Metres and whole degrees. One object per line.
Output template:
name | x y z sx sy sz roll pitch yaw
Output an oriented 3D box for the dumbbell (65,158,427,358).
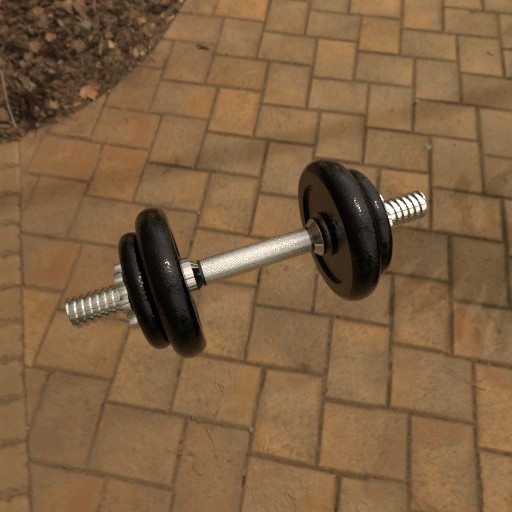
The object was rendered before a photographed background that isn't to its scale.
dumbbell | 0.000 0.000 0.598 0.497 0.202 0.202 -17 66 -8
